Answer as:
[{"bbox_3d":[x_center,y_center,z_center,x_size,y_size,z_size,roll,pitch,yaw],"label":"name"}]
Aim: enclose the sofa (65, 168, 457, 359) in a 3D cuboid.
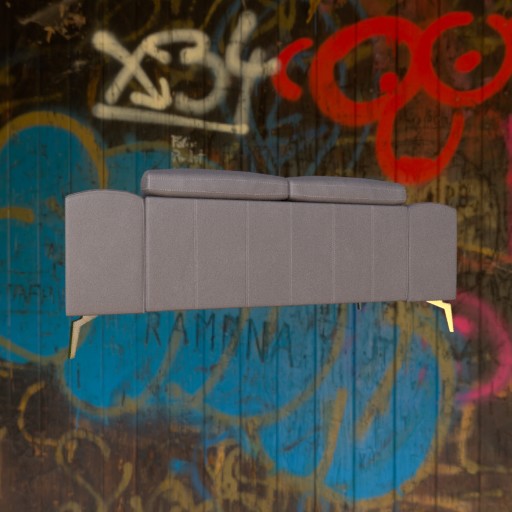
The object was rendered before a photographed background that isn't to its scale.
[{"bbox_3d":[0.000,0.000,2.456,1.895,0.779,1.003,0,1,-18],"label":"sofa"}]
